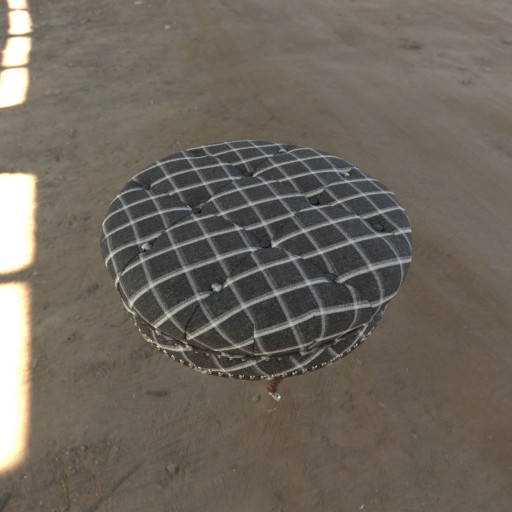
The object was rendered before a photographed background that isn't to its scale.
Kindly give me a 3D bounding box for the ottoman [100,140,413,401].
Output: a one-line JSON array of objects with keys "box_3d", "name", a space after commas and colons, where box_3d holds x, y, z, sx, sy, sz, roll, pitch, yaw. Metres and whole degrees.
[{"box_3d": [0.000, 0.000, 1.410, 0.901, 0.439, 0.901, 0, 42, 0], "name": "ottoman"}]
